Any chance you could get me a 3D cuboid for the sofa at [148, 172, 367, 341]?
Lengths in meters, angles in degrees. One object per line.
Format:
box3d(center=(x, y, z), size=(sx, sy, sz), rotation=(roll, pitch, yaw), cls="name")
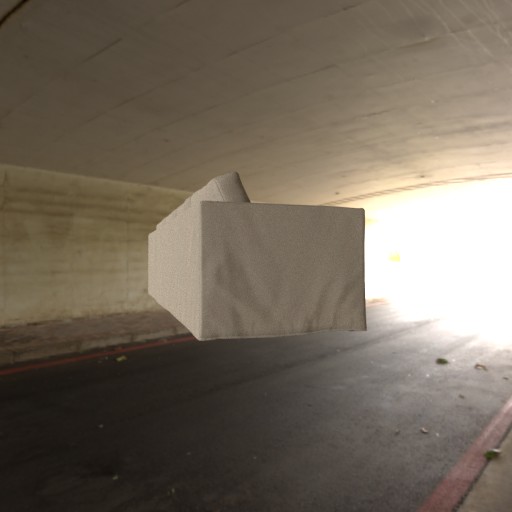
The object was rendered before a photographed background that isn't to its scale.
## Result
box3d(center=(0.000, 0.000, 3.904), size=(1.622, 0.871, 3.206), rotation=(0, -1, -18), cls="sofa")
